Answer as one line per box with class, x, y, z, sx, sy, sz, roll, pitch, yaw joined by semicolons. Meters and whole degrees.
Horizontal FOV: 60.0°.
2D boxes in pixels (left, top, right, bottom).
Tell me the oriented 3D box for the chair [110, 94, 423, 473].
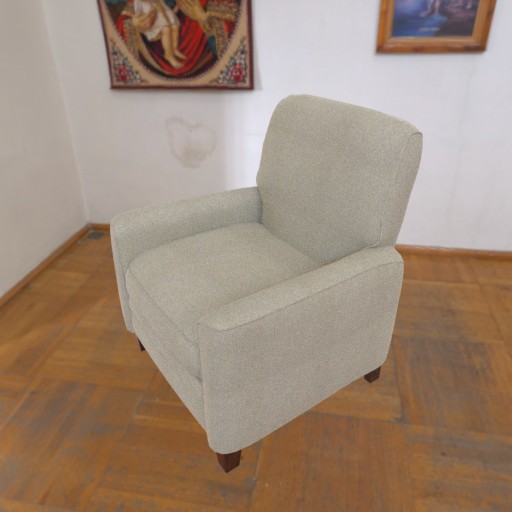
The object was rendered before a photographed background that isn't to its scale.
chair;0.000;0.000;1.616;0.853;1.006;0.850;-19;35;-30
